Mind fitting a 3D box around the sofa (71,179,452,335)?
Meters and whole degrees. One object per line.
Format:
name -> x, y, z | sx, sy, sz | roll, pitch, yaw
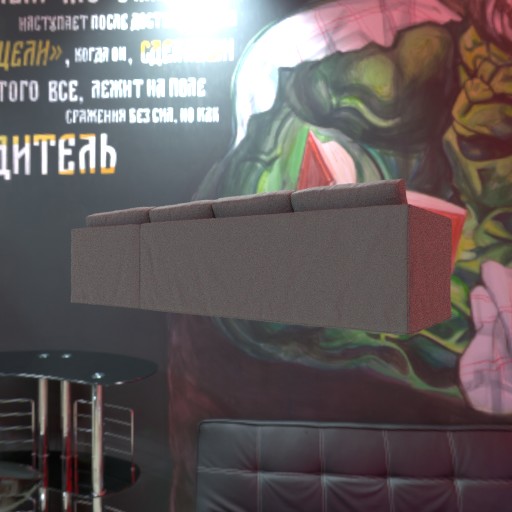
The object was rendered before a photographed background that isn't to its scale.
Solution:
sofa -> 0.000, 0.000, 3.880 | 3.177, 0.867, 1.622 | 0, -1, 36
